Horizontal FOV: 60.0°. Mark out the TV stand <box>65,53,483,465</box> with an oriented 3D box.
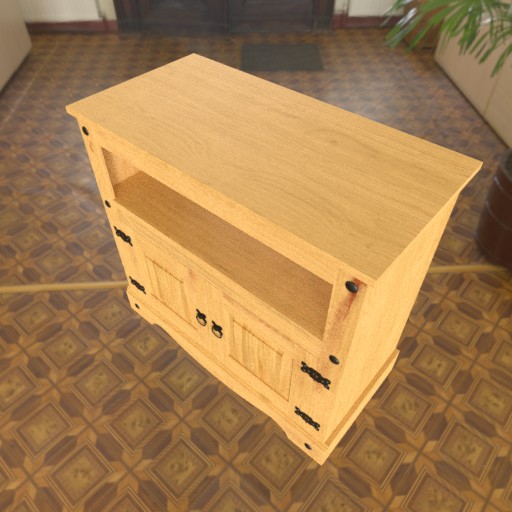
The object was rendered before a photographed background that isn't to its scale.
[{"bbox_3d":[0.000,0.000,1.265,0.851,0.787,0.430,32,54,27],"label":"TV stand"}]
